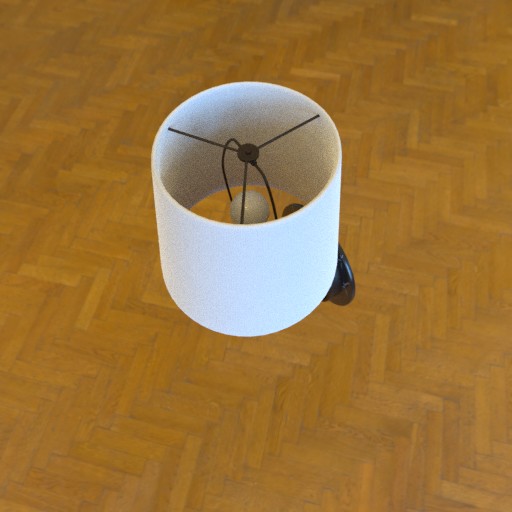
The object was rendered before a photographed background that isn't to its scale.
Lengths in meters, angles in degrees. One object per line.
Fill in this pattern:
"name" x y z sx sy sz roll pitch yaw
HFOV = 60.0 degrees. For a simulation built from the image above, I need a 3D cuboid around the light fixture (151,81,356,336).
"light fixture" 0.000 0.000 0.450 0.188 0.337 0.168 -30 67 -14
